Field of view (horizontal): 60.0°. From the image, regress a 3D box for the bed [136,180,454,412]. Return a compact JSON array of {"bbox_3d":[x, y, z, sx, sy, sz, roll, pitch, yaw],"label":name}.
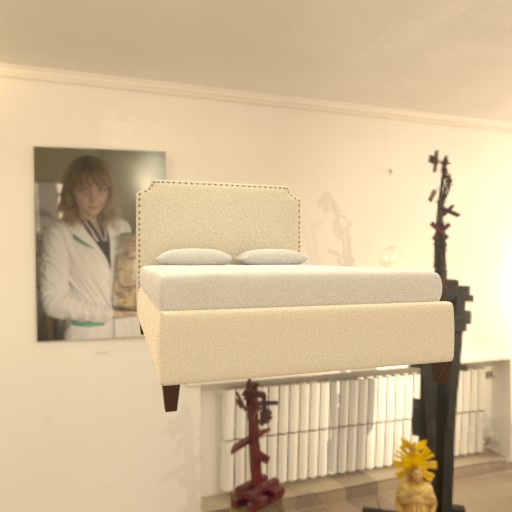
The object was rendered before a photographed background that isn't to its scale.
[{"bbox_3d":[0.000,0.000,3.449,1.712,1.497,2.372,0,0,-17],"label":"bed"}]
